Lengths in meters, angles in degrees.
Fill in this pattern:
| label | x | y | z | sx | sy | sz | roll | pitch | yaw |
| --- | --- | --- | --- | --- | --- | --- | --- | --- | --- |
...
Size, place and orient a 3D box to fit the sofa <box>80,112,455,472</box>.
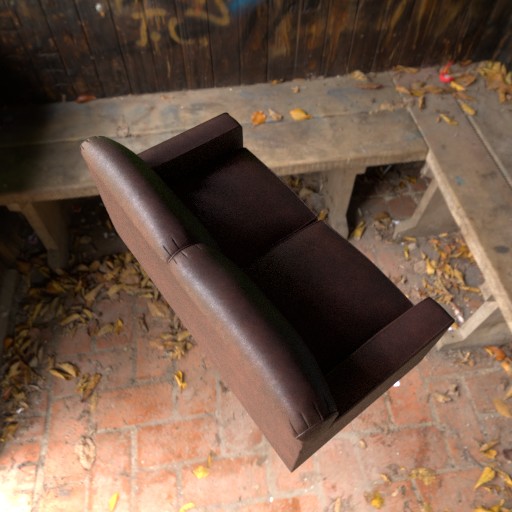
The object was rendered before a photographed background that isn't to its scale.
| label | x | y | z | sx | sy | sz | roll | pitch | yaw |
| --- | --- | --- | --- | --- | --- | --- | --- | --- | --- |
| sofa | 0.000 | 0.000 | 2.411 | 1.000 | 0.966 | 1.856 | -32 | 62 | -20 |
